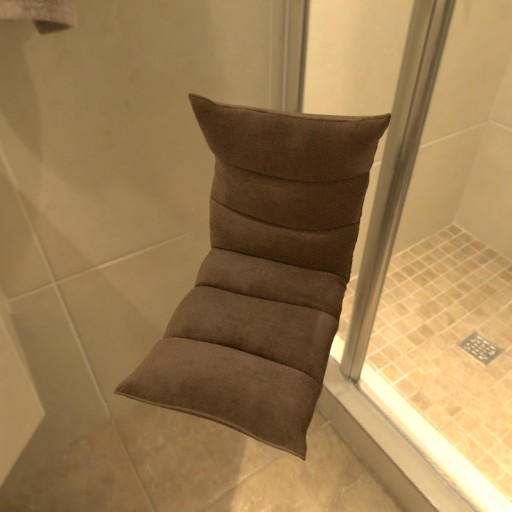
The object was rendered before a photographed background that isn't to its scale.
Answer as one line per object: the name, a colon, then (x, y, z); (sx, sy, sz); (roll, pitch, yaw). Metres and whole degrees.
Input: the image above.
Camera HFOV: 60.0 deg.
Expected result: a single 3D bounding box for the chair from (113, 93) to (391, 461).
chair: (0.000, 0.000, 1.588); (0.714, 0.892, 0.985); (13, 42, 15)
